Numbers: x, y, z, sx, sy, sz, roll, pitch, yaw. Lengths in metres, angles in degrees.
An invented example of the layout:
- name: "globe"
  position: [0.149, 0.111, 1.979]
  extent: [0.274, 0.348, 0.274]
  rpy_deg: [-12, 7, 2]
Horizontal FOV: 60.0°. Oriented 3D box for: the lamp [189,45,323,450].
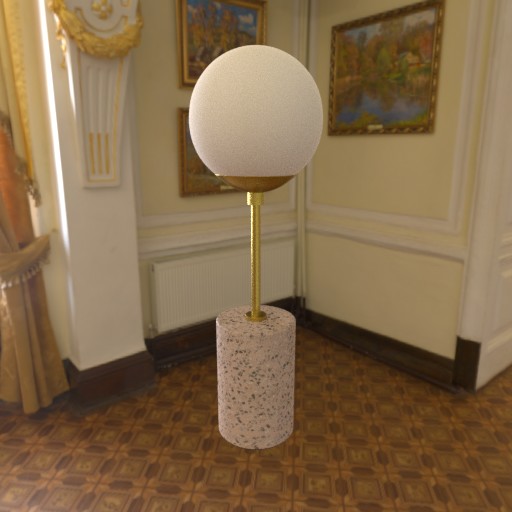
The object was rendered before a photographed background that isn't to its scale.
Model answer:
- name: "lamp"
  position: [0.000, 0.000, 0.551]
  extent: [0.153, 0.480, 0.153]
  rpy_deg: [0, 14, 0]
